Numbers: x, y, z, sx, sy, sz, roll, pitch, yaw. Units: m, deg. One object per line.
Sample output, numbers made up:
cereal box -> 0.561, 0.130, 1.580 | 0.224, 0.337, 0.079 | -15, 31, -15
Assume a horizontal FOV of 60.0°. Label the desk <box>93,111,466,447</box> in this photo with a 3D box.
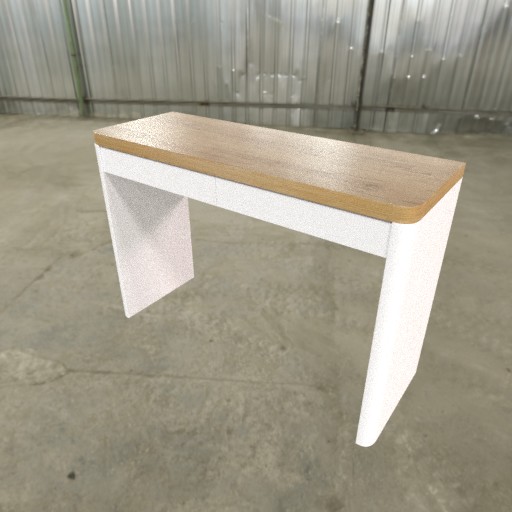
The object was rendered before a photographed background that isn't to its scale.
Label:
desk -> 0.000, 0.000, 1.512 | 1.100, 0.760, 0.390 | 20, 35, 31
